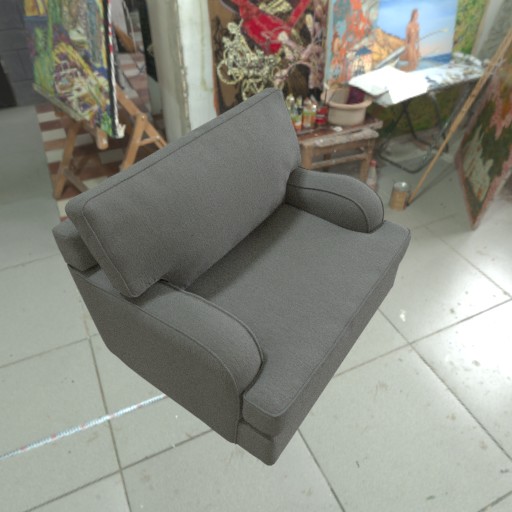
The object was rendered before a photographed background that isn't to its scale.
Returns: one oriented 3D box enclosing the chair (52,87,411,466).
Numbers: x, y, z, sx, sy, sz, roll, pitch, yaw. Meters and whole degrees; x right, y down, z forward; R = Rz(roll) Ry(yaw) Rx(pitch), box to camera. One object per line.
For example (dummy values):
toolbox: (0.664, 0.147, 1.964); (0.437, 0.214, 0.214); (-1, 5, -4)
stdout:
chair: (0.000, 0.000, 1.973); (1.041, 1.016, 1.220); (26, 48, 25)
